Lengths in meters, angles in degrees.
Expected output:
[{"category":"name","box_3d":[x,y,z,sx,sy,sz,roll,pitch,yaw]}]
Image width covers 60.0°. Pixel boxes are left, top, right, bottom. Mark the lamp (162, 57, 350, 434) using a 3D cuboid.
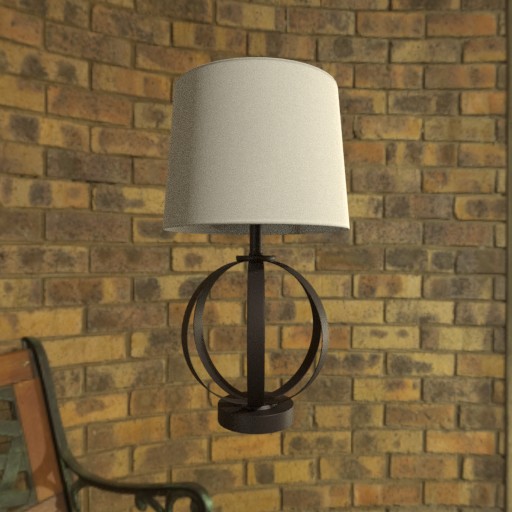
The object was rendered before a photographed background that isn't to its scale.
[{"category":"lamp","box_3d":[0.000,0.000,0.694,0.286,0.510,0.286,0,0,0]}]
